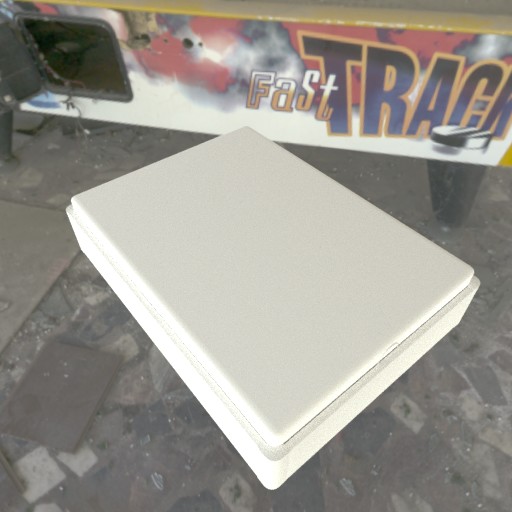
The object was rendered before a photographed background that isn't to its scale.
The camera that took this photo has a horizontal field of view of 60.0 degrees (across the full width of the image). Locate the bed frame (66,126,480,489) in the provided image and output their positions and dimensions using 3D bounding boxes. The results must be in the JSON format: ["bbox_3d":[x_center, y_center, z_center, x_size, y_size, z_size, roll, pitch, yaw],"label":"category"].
[{"bbox_3d":[0.000,0.000,2.508,1.400,0.406,1.900,-30,53,-26],"label":"bed frame"}]
